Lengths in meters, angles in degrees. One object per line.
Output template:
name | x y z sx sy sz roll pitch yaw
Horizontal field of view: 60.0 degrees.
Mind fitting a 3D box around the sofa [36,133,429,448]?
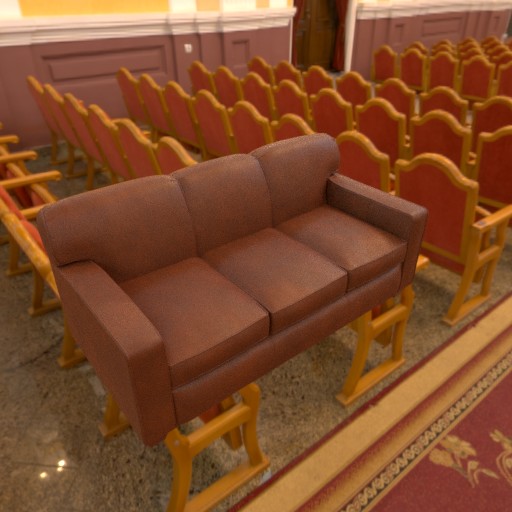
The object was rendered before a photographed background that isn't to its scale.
sofa | 0.000 0.000 2.594 2.039 0.953 1.008 -23 39 -32
